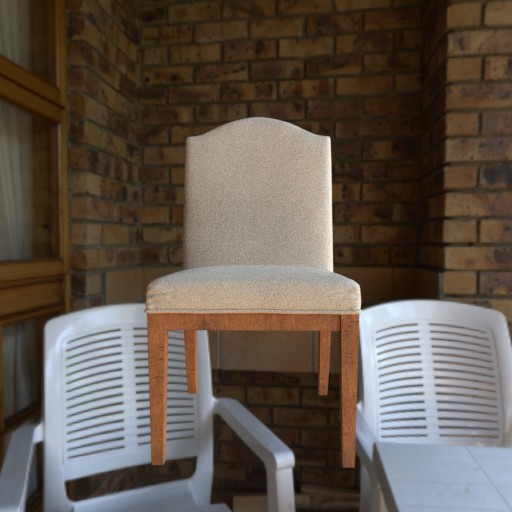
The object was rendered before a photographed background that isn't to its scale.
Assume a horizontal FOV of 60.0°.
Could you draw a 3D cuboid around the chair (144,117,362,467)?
[{"bbox_3d":[0.000,0.000,1.394,0.534,1.012,0.648,0,2,2],"label":"chair"}]
